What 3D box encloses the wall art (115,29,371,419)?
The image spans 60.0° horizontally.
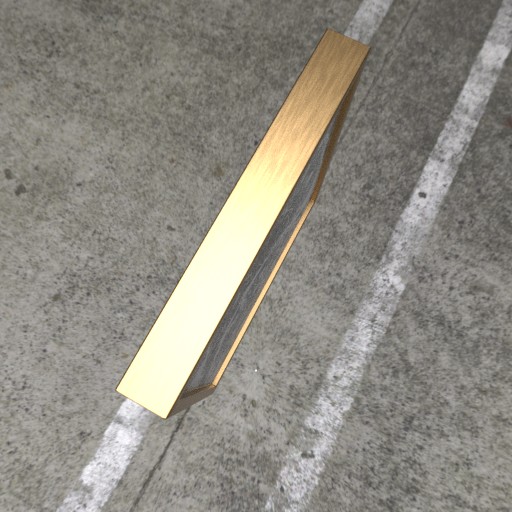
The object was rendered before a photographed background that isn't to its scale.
[{"bbox_3d":[0.000,0.000,0.454,0.037,0.305,0.305,27,77,7],"label":"wall art"}]
